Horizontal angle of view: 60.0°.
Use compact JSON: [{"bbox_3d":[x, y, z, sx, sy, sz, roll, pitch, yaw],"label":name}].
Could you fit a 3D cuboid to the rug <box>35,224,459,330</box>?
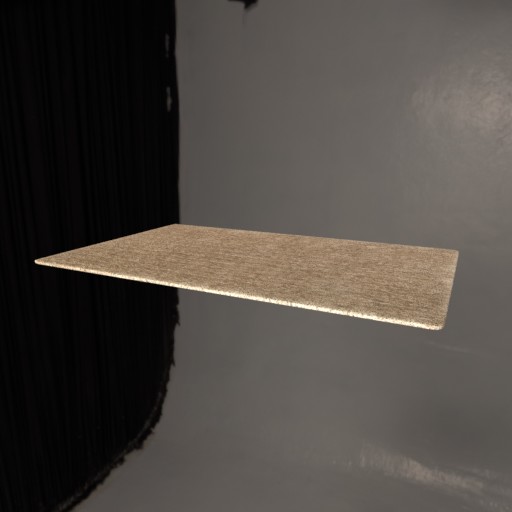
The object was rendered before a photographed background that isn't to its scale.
[{"bbox_3d":[0.000,0.000,3.011,2.469,0.024,1.539,7,16,25],"label":"rug"}]
